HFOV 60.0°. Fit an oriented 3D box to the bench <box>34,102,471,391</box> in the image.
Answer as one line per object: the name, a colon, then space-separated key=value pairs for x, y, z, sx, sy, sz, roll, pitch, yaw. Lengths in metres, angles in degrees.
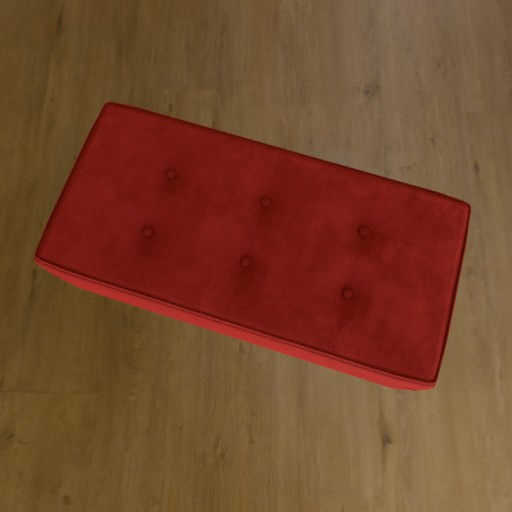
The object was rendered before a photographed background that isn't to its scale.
bench: x=0.000 y=0.000 z=1.306 sx=1.016 sy=0.471 sz=0.492 roll=17 pitch=75 yaw=5
